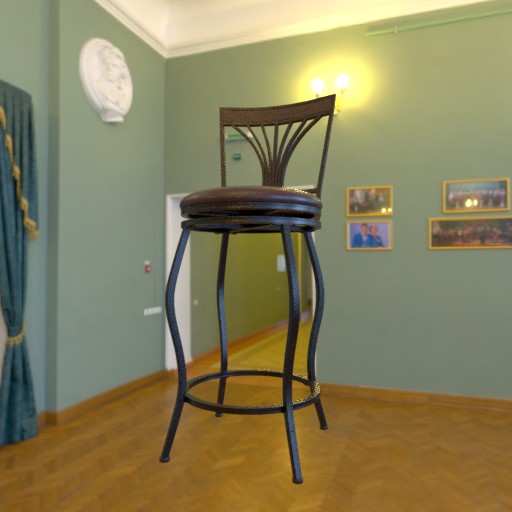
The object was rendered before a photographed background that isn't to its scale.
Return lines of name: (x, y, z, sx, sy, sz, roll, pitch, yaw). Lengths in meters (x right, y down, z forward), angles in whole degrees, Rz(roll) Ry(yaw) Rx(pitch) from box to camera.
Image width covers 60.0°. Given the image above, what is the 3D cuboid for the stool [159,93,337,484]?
stool: (0.000, 0.000, 1.371, 0.433, 1.117, 0.514, 0, -1, 19)
